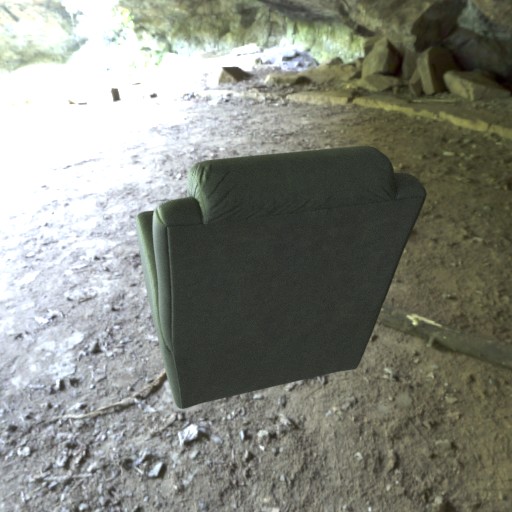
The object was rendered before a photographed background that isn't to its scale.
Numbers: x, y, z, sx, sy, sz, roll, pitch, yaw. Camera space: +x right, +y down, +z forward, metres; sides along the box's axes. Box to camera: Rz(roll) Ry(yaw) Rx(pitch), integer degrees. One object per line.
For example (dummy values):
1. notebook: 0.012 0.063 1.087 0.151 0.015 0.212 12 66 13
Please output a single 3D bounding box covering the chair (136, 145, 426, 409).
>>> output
1. chair: 0.000 0.000 1.951 0.967 1.116 1.068 -8 29 -15
